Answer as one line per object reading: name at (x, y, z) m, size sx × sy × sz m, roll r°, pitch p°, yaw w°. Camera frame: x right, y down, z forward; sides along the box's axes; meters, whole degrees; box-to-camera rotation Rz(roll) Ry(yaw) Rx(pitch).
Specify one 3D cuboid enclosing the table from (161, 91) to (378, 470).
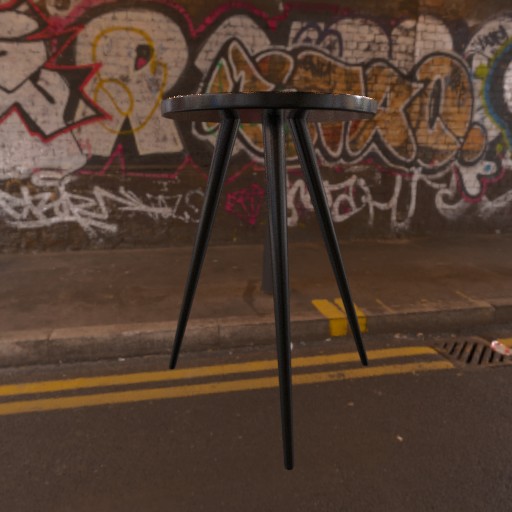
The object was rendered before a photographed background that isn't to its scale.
table at (0.000, 0.000, 0.846) m, size 0.415 × 0.548 × 0.403 m, roll 7°, pitch 15°, yaw 26°
